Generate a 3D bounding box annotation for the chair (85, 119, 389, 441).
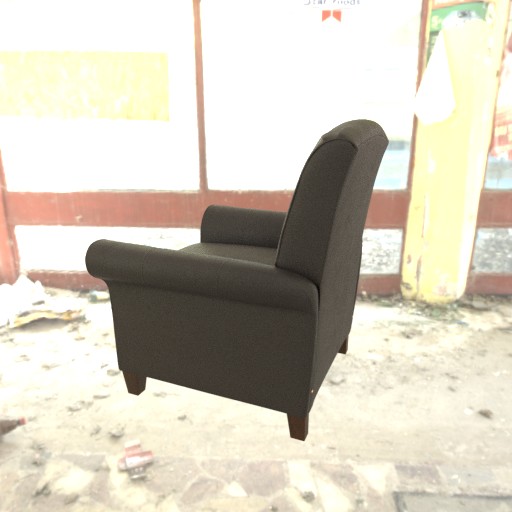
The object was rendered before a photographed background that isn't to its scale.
[{"bbox_3d":[0.000,0.000,1.810,0.902,1.061,0.978,7,17,22],"label":"chair"}]
